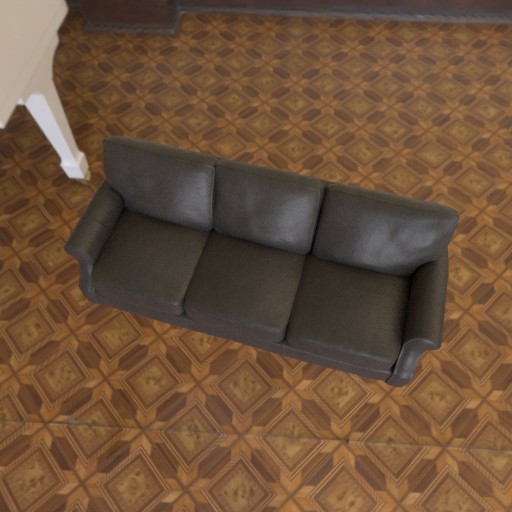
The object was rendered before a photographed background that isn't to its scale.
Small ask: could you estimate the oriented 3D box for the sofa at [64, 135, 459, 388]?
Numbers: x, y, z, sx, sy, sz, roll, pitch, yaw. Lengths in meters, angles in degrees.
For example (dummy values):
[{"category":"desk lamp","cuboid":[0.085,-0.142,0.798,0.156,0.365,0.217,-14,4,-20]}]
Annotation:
[{"category":"sofa","cuboid":[0.000,0.000,2.909,2.387,0.977,0.974,14,59,8]}]
